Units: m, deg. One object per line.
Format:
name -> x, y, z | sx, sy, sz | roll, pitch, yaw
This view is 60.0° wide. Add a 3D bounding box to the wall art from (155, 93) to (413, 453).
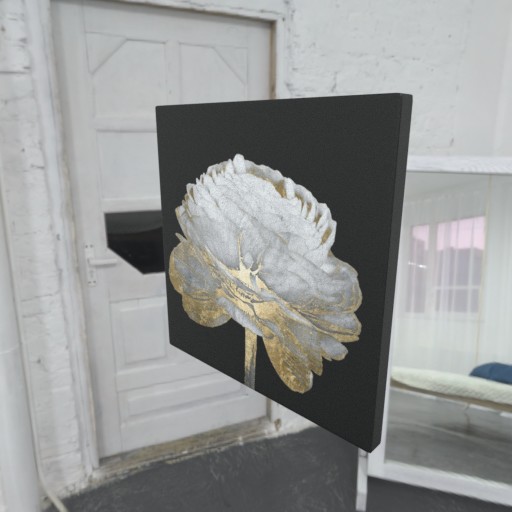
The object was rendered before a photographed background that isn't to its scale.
wall art -> 0.000, 0.000, 0.925 | 0.610, 0.611, 0.043 | 15, 22, 42
